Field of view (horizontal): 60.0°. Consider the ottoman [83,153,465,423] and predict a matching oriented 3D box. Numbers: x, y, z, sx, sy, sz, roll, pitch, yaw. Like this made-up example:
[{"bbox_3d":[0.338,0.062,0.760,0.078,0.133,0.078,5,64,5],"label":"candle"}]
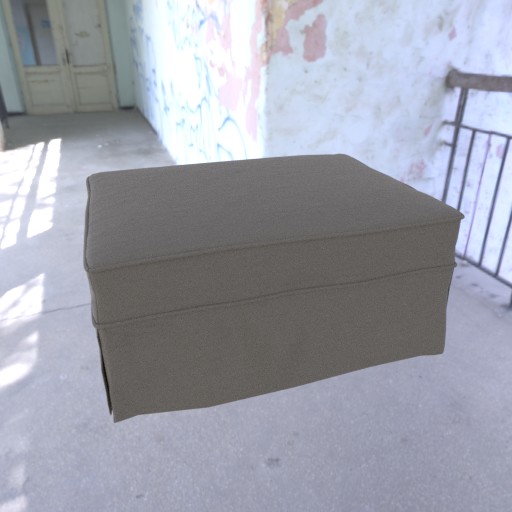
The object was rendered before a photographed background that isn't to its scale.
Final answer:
[{"bbox_3d":[0.000,0.000,1.321,0.944,0.479,0.703,-8,28,-16],"label":"ottoman"}]
